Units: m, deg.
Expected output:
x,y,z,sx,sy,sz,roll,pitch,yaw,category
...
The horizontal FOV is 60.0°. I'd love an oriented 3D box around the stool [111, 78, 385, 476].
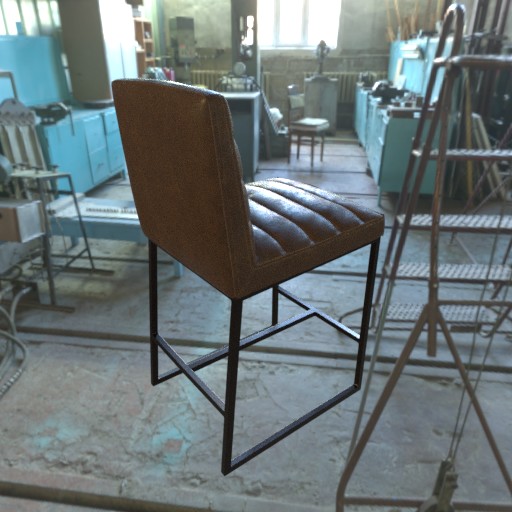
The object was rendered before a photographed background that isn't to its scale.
x,y,z,sx,sy,sz,roll,pitch,yaw,category
0.000,0.000,1.246,0.562,0.942,0.463,-18,31,-33,stool
